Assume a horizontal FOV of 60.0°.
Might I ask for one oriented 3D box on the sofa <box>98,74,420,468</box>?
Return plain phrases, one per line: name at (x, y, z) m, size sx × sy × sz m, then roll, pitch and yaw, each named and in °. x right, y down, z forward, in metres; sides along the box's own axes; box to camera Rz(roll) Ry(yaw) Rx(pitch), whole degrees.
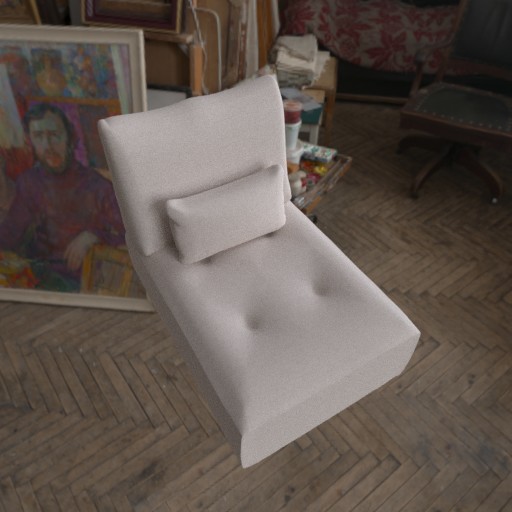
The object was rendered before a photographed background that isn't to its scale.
sofa at (0.000, 0.000, 1.570) m, size 0.700 × 0.820 × 1.000 m, roll -23°, pitch 51°, yaw -21°
